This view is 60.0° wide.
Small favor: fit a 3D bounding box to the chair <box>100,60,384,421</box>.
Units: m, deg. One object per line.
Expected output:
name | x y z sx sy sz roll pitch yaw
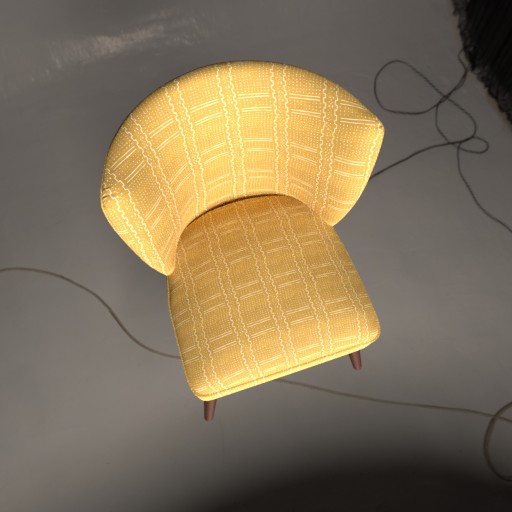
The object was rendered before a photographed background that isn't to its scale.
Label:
chair | 0.000 0.000 1.388 0.706 0.866 0.758 -17 66 -8
